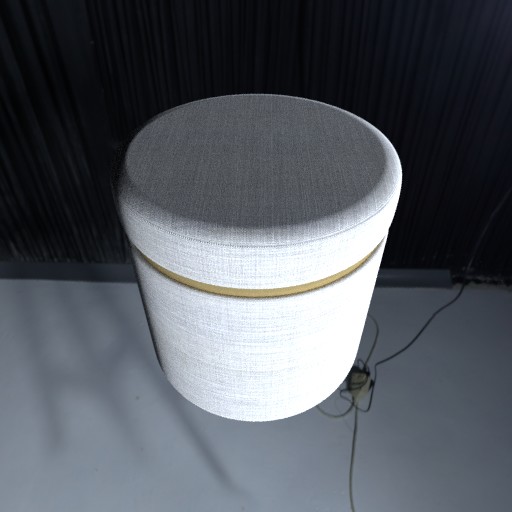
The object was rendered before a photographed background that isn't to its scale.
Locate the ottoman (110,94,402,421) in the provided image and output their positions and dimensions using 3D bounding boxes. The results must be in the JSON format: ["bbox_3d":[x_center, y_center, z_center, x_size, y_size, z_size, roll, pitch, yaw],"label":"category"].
[{"bbox_3d":[0.000,0.000,0.747,0.400,0.406,0.400,0,43,0],"label":"ottoman"}]
